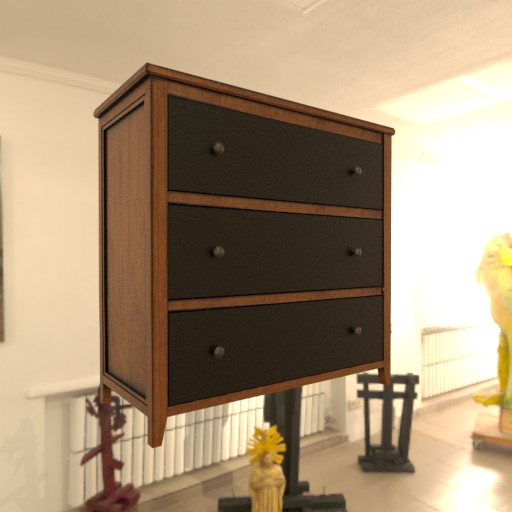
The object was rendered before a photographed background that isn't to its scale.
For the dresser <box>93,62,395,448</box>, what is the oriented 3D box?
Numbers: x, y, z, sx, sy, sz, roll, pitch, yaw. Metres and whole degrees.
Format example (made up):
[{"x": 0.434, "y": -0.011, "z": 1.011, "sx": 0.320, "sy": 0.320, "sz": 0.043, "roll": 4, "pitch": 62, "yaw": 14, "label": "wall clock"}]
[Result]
[{"x": 0.000, "y": 0.000, "z": 1.981, "sx": 1.250, "sy": 1.224, "sz": 0.591, "roll": 0, "pitch": 0, "yaw": -36, "label": "dresser"}]
